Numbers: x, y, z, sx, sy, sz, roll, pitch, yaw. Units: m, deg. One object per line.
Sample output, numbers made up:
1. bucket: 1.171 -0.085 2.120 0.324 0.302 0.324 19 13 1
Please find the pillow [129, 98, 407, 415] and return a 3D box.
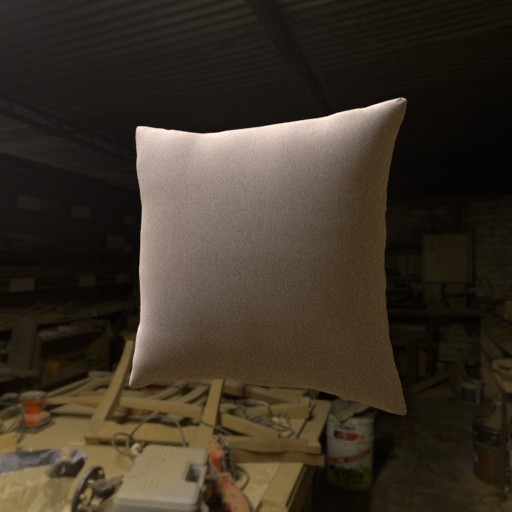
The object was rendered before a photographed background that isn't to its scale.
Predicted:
1. pillow: 0.000 0.000 0.670 0.433 0.436 0.173 0 0 19
